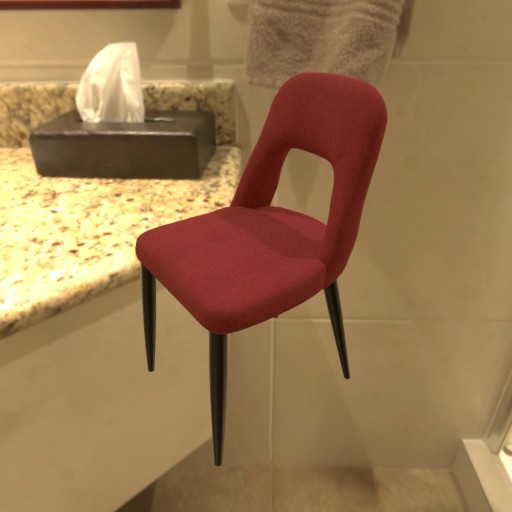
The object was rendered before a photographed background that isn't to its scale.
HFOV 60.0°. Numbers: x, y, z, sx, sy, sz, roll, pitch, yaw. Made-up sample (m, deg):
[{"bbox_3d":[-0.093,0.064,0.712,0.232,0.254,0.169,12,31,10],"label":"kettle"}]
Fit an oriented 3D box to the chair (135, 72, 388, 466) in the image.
[{"bbox_3d":[0.000,0.000,1.224,0.569,0.892,0.483,-20,36,-30],"label":"chair"}]
